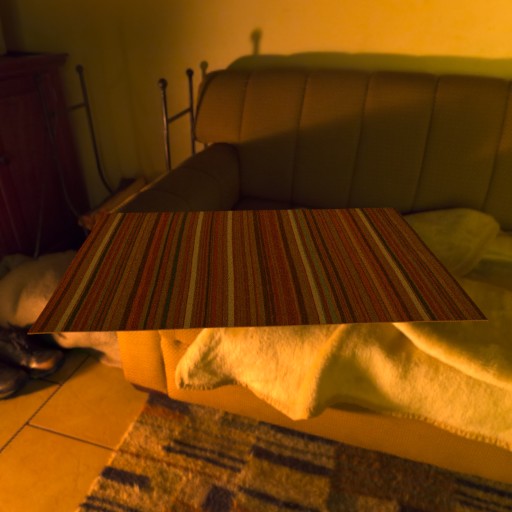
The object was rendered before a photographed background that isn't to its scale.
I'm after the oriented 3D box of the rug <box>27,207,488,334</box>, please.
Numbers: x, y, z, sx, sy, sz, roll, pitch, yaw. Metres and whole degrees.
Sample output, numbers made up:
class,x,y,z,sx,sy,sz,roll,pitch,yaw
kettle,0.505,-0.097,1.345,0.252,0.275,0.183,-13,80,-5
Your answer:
class,x,y,z,sx,sy,sz,roll,pitch,yaw
rug,0.000,0.000,3.001,2.438,0.008,1.523,-1,30,-2
